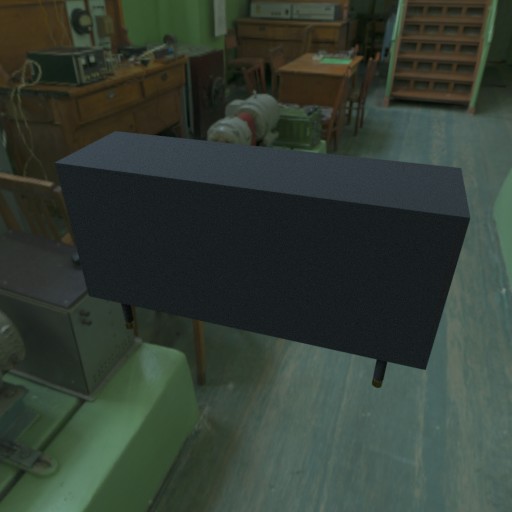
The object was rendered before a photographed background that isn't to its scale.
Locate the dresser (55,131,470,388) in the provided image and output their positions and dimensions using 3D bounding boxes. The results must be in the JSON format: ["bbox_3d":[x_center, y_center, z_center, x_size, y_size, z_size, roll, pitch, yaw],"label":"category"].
[{"bbox_3d":[0.000,0.000,2.008,1.558,0.872,0.463,10,34,15],"label":"dresser"}]
